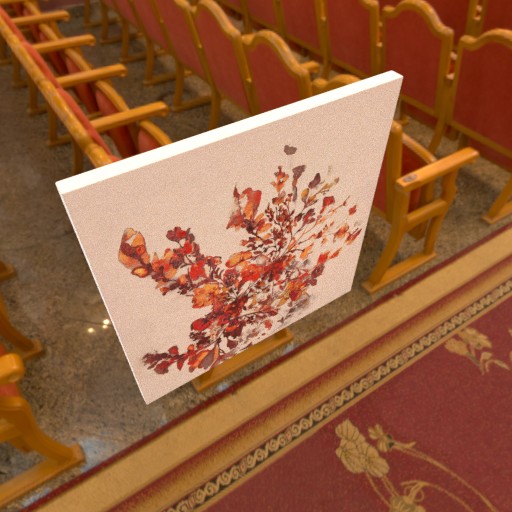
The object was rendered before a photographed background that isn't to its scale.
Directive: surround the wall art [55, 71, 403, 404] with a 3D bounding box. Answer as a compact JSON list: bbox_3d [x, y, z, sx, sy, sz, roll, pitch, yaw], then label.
[{"bbox_3d":[0.000,0.000,1.126,0.757,0.757,0.037,-25,52,-22],"label":"wall art"}]
